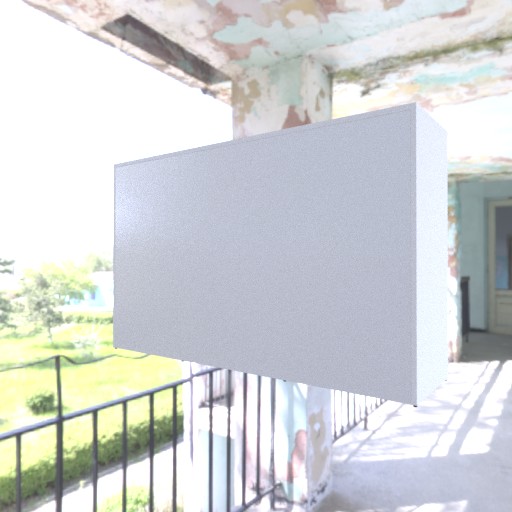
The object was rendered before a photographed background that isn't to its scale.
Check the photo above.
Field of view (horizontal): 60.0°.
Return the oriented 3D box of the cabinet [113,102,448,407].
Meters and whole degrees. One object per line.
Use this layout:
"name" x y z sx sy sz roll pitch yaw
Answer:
"cabinet" 0.000 0.000 1.885 1.450 0.900 0.380 0 0 36
